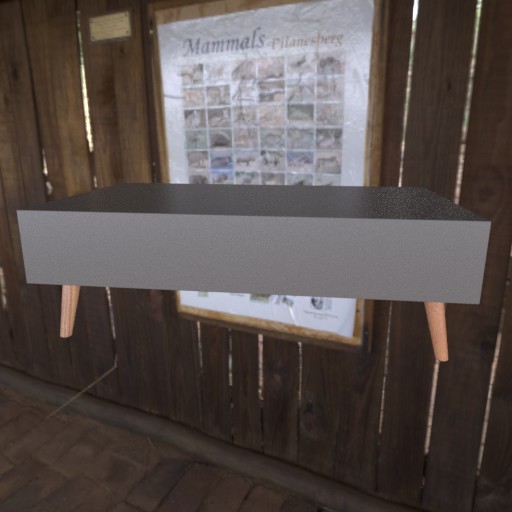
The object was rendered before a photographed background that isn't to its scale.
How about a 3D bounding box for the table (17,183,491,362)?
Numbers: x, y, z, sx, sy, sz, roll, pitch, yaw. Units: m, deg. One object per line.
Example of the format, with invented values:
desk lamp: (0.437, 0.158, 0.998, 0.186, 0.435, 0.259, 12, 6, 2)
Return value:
table: (0.000, 0.000, 1.499, 1.201, 0.404, 0.703, 2, 16, 7)
